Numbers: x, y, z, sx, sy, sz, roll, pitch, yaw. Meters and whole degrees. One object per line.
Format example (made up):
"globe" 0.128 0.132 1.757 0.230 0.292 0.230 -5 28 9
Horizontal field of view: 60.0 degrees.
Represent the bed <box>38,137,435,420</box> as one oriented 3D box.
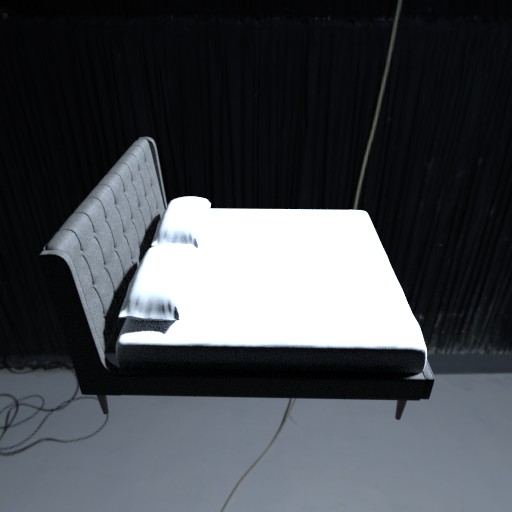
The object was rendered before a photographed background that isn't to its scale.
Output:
"bed" 0.000 0.000 2.548 1.638 0.933 1.531 1 31 1
